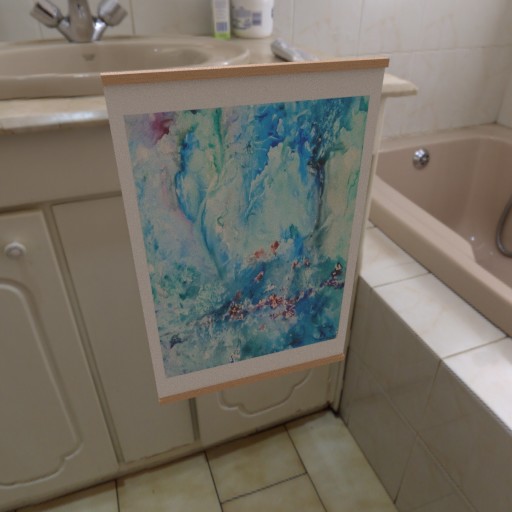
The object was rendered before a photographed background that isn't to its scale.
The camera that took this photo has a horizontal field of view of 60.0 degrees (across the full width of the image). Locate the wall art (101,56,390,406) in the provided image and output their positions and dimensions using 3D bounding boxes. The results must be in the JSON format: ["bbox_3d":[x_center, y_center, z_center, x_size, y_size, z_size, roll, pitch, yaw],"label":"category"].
[{"bbox_3d":[0.000,0.000,0.636,0.335,0.510,0.013,-10,34,-15],"label":"wall art"}]
